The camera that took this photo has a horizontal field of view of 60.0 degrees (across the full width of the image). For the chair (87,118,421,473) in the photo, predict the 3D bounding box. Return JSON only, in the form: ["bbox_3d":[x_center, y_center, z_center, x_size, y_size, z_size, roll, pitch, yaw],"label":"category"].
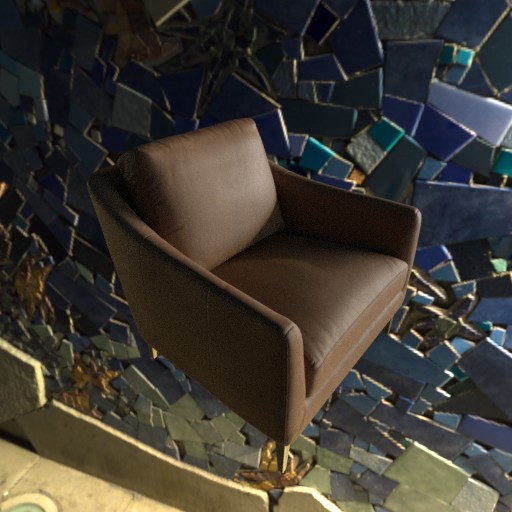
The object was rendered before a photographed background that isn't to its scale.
[{"bbox_3d":[0.000,0.000,1.714,0.963,0.895,0.988,19,34,31],"label":"chair"}]
